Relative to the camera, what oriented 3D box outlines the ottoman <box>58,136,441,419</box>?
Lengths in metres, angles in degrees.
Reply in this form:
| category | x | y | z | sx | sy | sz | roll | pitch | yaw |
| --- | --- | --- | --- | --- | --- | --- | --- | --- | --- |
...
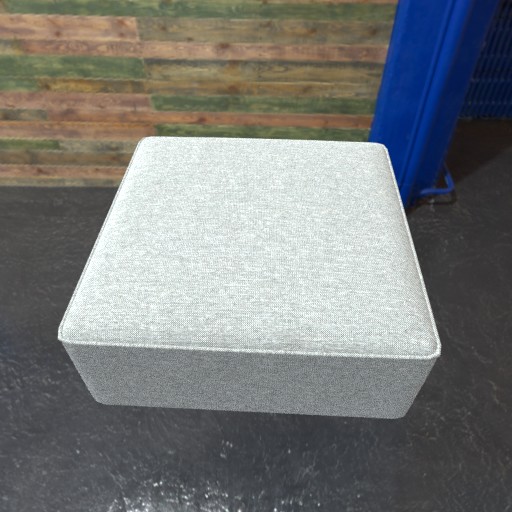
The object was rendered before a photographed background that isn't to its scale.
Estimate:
| category | x | y | z | sx | sy | sz | roll | pitch | yaw |
| --- | --- | --- | --- | --- | --- | --- | --- | --- | --- |
| ottoman | 0.000 | 0.000 | 1.596 | 1.005 | 0.455 | 1.005 | 2 | 46 | 2 |
